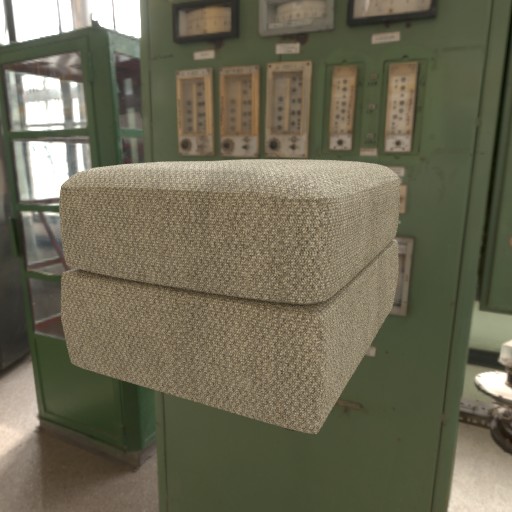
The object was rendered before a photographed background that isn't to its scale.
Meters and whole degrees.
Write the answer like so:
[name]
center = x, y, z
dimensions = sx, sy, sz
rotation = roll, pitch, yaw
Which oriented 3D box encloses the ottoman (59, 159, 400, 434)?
[ottoman]
center = 0.000, 0.000, 1.130
dimensions = 0.603, 0.476, 0.751
rotation = 6, 15, 26
